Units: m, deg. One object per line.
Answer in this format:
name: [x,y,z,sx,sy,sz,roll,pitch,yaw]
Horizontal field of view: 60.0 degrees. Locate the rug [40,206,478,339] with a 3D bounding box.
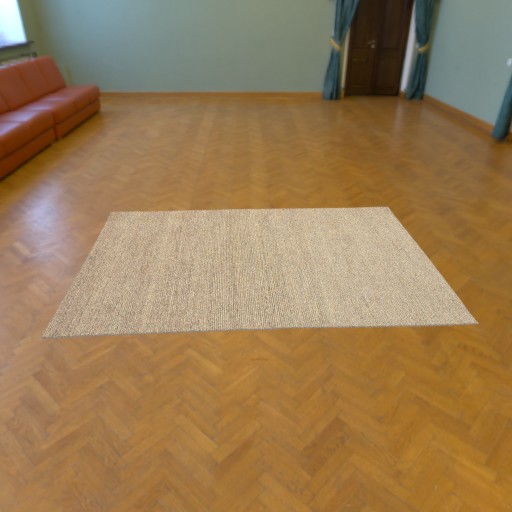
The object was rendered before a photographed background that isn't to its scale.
rug: [0.000,0.000,3.039,2.342,0.030,1.609,-1,29,-2]
